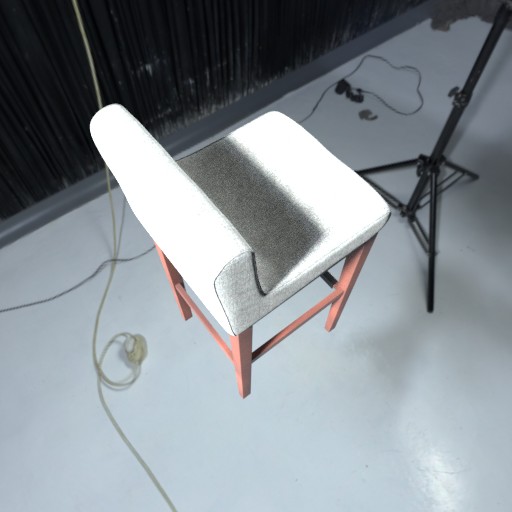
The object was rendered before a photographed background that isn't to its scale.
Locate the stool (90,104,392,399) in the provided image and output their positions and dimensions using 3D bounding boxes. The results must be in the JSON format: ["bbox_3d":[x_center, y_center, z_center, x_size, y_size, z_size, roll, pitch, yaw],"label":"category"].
[{"bbox_3d":[0.000,0.000,1.223,0.499,0.965,0.426,-33,64,-18],"label":"stool"}]
